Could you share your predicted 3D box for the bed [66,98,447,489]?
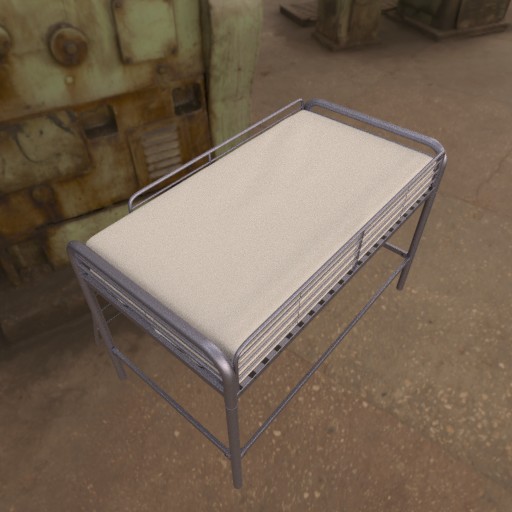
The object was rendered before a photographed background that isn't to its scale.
[{"bbox_3d":[0.000,0.000,2.864,1.415,1.288,1.965,31,52,27],"label":"bed"}]
